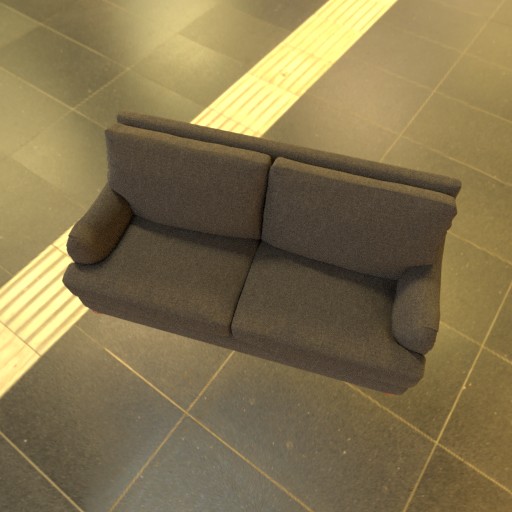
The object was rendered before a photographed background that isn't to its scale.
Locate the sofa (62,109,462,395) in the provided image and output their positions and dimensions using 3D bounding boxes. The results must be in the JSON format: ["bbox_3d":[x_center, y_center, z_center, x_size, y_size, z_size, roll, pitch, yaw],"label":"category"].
[{"bbox_3d":[0.000,0.000,2.746,2.160,1.054,1.087,14,60,8],"label":"sofa"}]
